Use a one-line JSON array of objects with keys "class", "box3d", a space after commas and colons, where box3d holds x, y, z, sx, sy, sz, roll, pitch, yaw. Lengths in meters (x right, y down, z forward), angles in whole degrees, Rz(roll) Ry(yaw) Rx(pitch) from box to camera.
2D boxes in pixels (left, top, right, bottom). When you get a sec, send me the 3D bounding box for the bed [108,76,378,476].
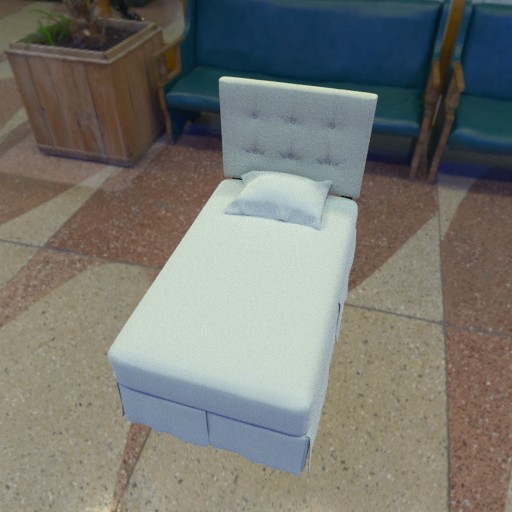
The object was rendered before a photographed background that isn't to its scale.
[{"class": "bed", "box3d": [0.000, 0.000, 2.951, 1.261, 1.571, 1.997, 12, 43, 13]}]
